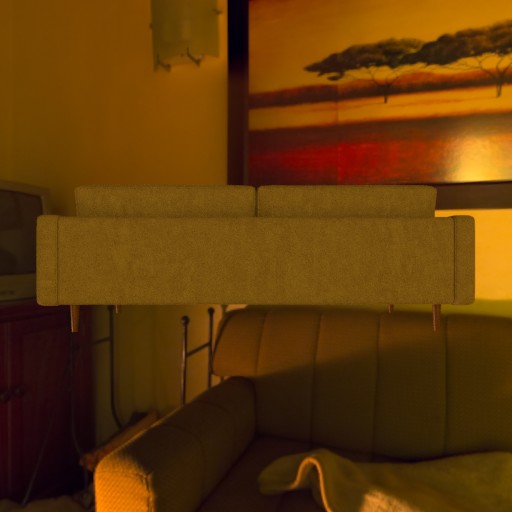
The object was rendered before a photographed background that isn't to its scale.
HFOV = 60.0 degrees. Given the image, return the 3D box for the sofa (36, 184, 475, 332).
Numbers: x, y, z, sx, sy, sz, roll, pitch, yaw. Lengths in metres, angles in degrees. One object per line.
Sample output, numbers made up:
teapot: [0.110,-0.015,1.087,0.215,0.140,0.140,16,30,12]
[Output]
sofa: [0.000,0.000,2.643,2.200,0.770,0.919,0,0,-1]
